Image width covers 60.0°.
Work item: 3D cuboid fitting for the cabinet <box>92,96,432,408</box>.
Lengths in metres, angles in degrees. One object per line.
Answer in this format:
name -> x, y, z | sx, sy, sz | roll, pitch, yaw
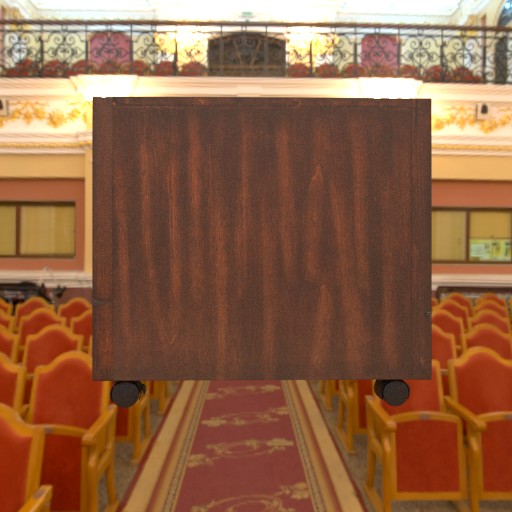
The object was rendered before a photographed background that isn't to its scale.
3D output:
cabinet -> 0.000, 0.000, 0.835 | 0.500, 0.455, 0.402 | 0, 0, -1
